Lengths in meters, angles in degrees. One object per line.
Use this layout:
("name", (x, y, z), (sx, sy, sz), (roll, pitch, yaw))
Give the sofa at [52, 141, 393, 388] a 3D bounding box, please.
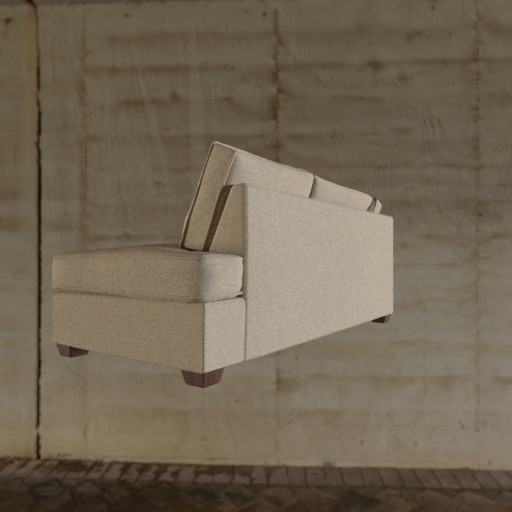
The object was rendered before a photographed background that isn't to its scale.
("sofa", (0.000, 0.000, 2.880), (1.110, 1.033, 2.237), (0, 0, 35))
